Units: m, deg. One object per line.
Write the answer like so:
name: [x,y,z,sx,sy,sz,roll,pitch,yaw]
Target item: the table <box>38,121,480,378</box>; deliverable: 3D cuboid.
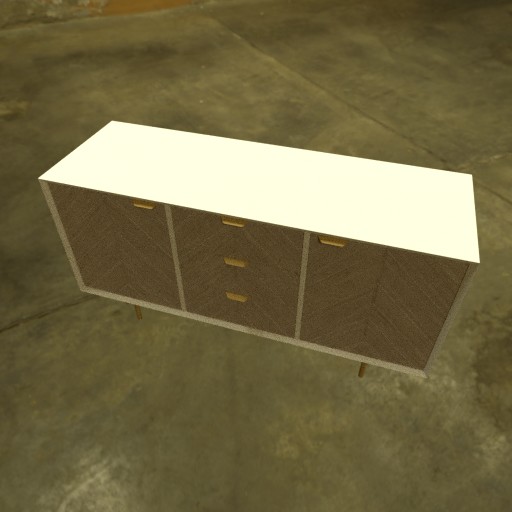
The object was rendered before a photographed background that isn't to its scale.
table: [0.000,0.000,1.869,1.500,0.769,0.508,12,43,13]
